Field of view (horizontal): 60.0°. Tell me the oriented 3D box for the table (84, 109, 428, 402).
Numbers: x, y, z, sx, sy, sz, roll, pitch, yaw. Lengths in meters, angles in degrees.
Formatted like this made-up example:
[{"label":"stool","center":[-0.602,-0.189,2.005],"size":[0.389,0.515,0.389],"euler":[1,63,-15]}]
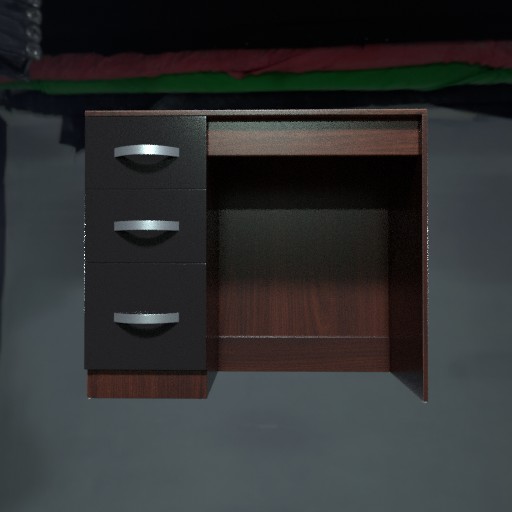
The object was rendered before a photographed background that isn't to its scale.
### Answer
[{"label":"table","center":[0.000,0.000,1.354],"size":[0.930,0.790,0.380],"euler":[0,-1,1]}]
